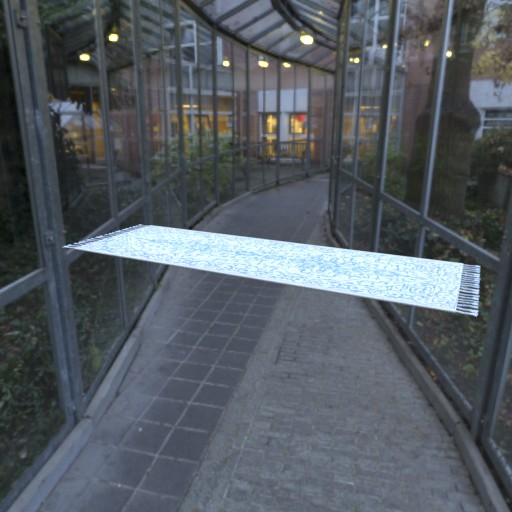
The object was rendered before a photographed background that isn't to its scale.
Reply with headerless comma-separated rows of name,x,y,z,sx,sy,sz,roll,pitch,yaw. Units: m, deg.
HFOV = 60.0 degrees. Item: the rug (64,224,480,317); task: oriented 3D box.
rug,0.000,0.000,2.693,2.449,0.011,0.774,8,18,25
